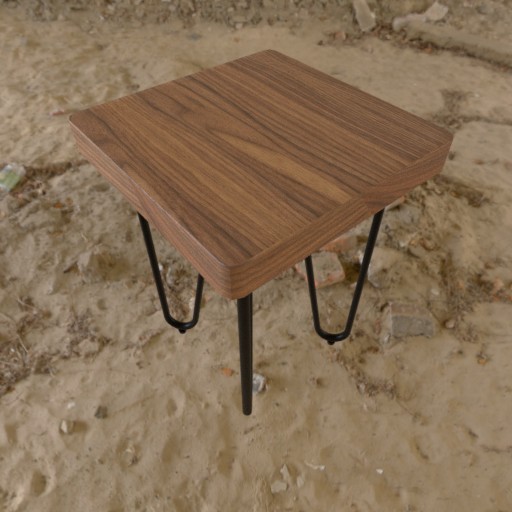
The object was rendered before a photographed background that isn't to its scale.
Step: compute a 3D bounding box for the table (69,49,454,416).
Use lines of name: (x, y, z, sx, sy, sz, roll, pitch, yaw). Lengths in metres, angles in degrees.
table: (0.000, 0.000, 0.985, 0.479, 0.641, 0.480, -31, 53, -26)
